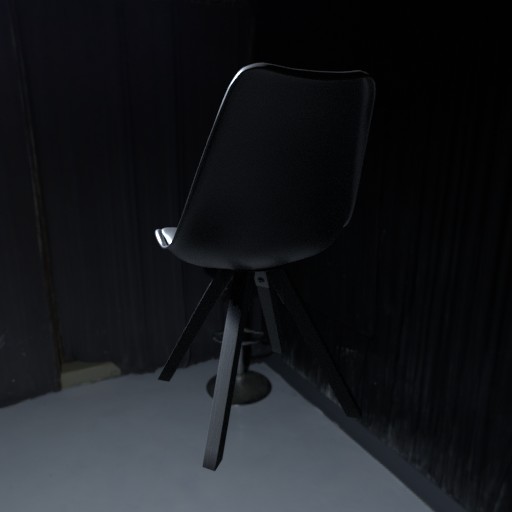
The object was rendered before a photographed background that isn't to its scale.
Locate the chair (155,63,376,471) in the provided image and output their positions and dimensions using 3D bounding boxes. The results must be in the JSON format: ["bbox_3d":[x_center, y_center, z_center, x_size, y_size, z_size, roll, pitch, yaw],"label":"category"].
[{"bbox_3d":[0.000,0.000,1.146,0.485,0.850,0.530,-8,17,-26],"label":"chair"}]
